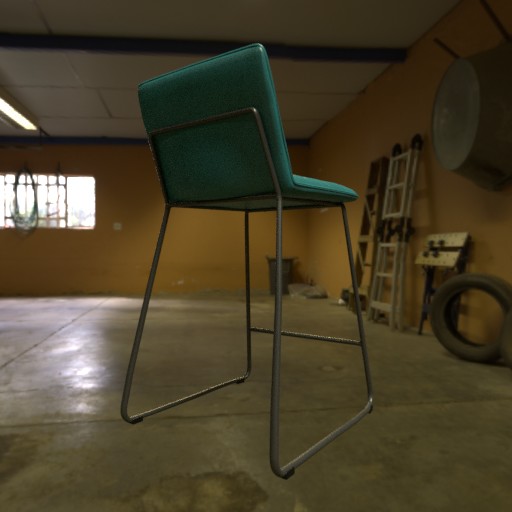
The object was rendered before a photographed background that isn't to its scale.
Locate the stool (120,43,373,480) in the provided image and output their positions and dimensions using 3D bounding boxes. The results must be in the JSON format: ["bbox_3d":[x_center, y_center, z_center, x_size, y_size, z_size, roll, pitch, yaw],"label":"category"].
[{"bbox_3d":[0.000,0.000,1.189,0.489,0.866,0.524,1,1,36],"label":"stool"}]
